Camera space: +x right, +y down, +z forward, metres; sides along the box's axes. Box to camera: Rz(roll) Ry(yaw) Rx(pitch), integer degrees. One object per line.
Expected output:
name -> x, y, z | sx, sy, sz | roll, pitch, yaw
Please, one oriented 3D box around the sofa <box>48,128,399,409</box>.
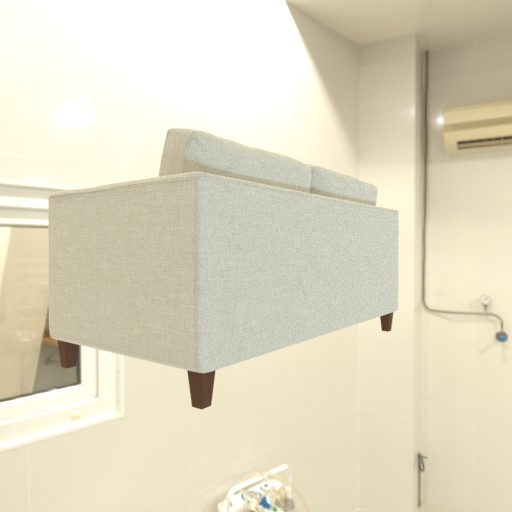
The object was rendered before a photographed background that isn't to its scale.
sofa -> 0.000, 0.000, 2.384 | 0.950, 0.963, 1.838 | 1, 1, 37
